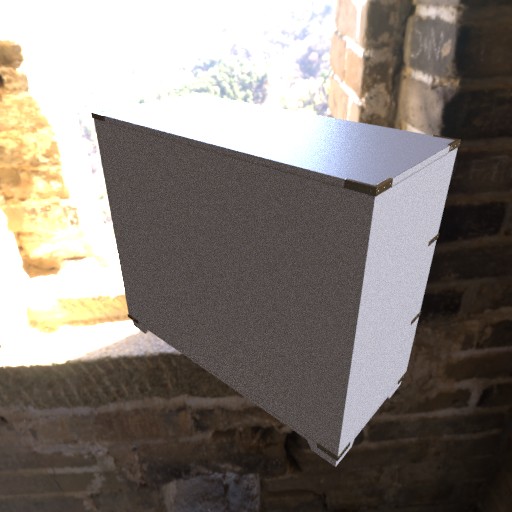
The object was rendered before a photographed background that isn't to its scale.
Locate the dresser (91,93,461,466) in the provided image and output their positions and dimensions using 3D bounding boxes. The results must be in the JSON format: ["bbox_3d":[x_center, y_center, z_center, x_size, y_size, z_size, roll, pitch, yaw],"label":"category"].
[{"bbox_3d":[0.000,0.000,1.521,1.022,0.891,0.460,23,37,35],"label":"dresser"}]
